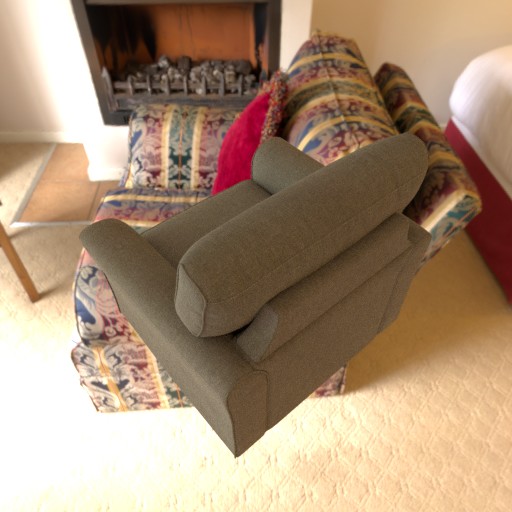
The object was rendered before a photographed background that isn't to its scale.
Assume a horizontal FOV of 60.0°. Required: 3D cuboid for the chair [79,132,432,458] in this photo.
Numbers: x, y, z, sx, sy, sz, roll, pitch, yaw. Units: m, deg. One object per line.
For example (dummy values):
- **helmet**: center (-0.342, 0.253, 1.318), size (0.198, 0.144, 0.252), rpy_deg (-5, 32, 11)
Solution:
- **chair**: center (0.000, 0.000, 1.600), size (0.941, 0.890, 0.816), rpy_deg (-32, 54, -27)
